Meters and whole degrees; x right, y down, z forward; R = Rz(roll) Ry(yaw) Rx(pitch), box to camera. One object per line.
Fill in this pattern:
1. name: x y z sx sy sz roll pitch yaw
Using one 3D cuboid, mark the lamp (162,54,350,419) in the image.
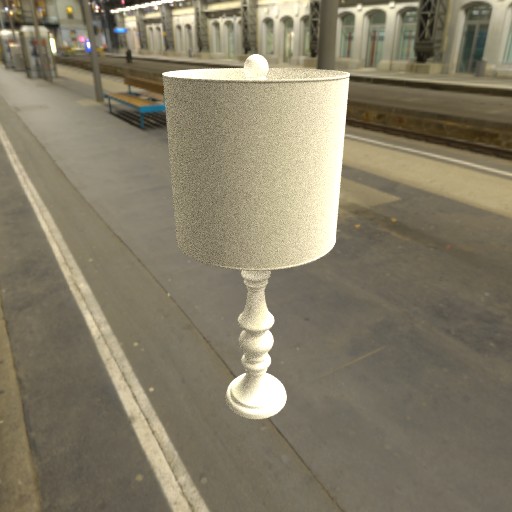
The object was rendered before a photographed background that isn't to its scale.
1. lamp: 0.000 0.000 0.722 0.250 0.597 0.250 18 31 33
